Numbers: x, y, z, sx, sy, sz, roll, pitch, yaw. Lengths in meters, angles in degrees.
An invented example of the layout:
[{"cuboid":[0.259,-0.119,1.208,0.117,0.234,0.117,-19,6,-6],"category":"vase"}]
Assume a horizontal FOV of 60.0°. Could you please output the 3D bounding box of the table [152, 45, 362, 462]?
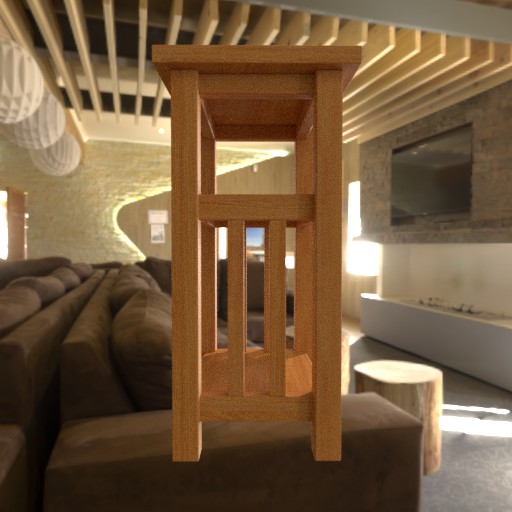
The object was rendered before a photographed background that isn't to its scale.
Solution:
[{"cuboid":[0.000,0.000,0.749,0.270,0.550,0.350,0,1,0],"category":"table"}]
